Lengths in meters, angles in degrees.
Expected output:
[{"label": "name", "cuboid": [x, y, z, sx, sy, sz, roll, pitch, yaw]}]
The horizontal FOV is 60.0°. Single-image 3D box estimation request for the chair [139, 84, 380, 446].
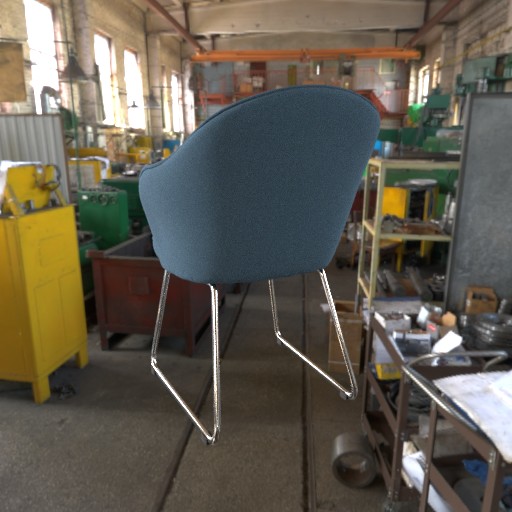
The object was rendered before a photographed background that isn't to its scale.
[{"label": "chair", "cuboid": [0.000, 0.000, 1.207, 0.570, 0.815, 0.585, -7, 16, -27]}]
